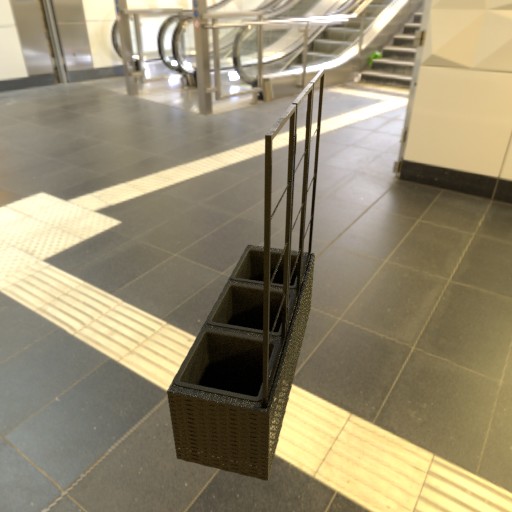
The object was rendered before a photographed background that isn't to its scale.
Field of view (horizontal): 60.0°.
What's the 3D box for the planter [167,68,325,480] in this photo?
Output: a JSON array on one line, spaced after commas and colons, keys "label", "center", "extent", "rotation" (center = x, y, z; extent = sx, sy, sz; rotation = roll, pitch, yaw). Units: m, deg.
[{"label": "planter", "center": [0.000, 0.000, 1.177], "extent": [0.244, 0.841, 0.698], "rotation": [8, 32, 12]}]
